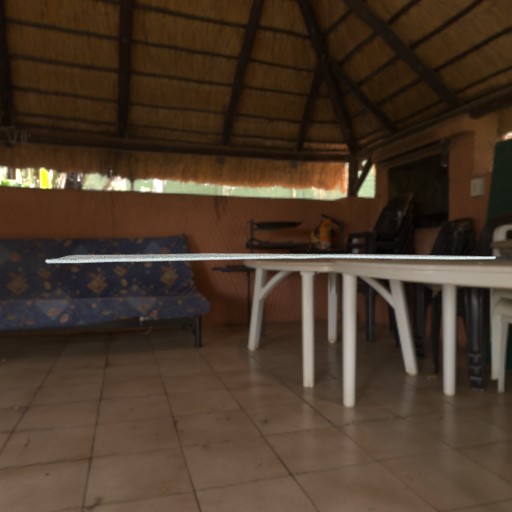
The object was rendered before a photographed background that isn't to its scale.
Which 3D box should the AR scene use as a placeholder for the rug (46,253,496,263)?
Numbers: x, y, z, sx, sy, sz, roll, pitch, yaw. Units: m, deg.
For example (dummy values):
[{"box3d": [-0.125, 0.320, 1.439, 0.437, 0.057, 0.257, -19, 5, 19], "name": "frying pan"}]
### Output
[{"box3d": [0.000, 0.000, 2.883, 2.306, 0.030, 1.613, 0, 1, -18], "name": "rug"}]
